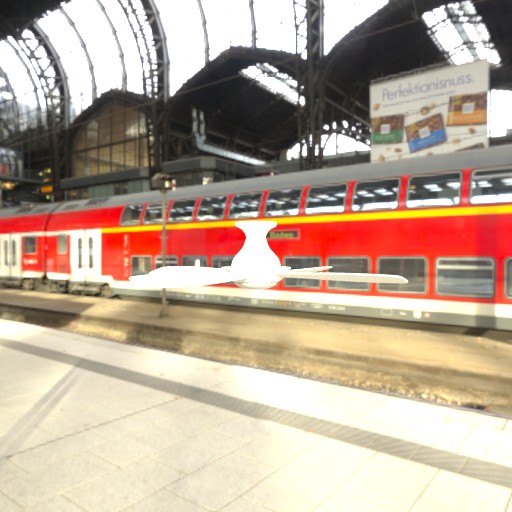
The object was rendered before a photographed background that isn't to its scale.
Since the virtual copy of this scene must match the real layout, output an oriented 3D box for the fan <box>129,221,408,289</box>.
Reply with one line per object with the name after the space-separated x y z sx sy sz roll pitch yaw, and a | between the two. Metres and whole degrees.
0.000 0.000 2.530 1.694 0.382 1.693 0 1 36 | fan
